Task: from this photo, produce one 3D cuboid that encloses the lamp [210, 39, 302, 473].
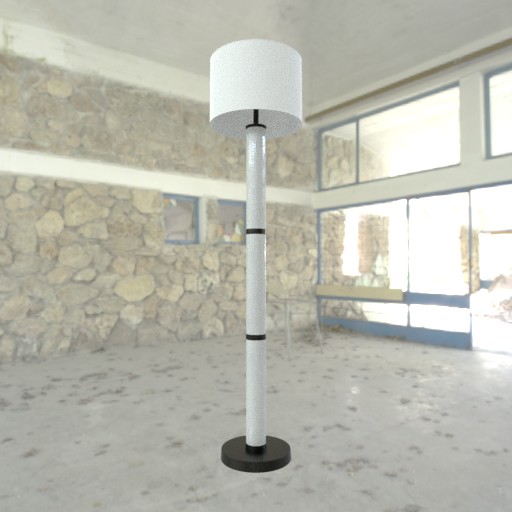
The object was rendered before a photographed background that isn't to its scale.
[{"bbox_3d":[0.000,0.000,1.792,0.377,1.599,0.377,2,-3,-36],"label":"lamp"}]
